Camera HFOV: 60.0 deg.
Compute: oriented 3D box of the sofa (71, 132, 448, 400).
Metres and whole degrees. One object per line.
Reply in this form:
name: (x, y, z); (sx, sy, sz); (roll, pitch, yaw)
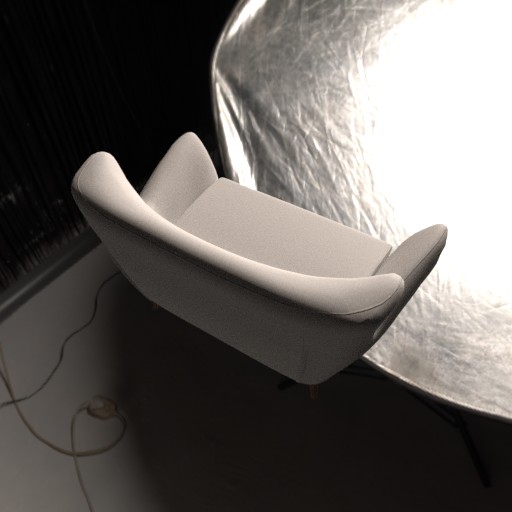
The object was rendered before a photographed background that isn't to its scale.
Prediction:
sofa: (0.000, 0.000, 2.010); (1.424, 0.878, 0.921); (25, 52, 21)
